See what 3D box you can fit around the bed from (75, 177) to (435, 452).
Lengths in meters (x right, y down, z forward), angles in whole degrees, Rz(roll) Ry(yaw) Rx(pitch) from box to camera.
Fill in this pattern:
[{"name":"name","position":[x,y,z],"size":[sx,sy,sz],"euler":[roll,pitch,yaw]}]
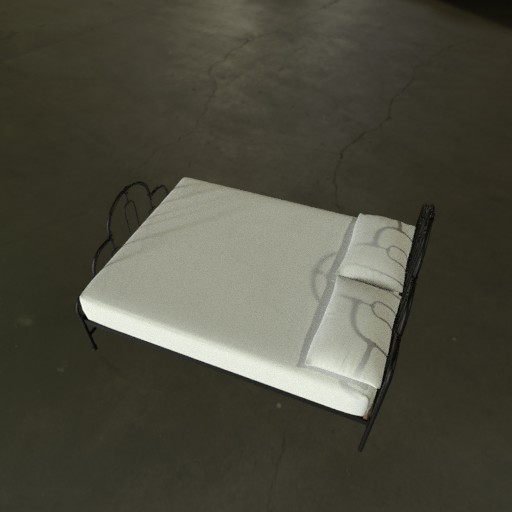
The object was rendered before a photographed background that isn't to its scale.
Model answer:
[{"name":"bed","position":[0.000,0.000,3.293],"size":[2.181,1.444,1.626],"euler":[16,47,15]}]
